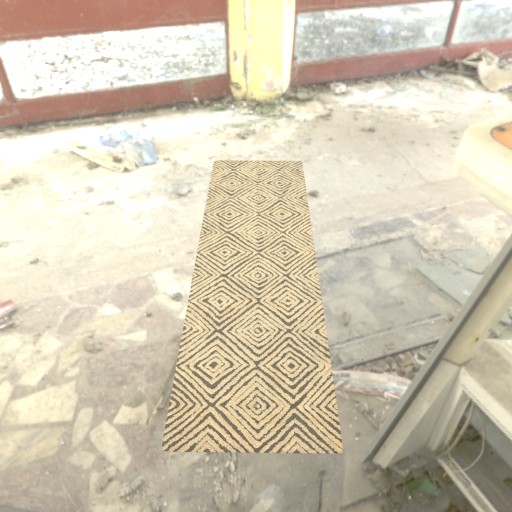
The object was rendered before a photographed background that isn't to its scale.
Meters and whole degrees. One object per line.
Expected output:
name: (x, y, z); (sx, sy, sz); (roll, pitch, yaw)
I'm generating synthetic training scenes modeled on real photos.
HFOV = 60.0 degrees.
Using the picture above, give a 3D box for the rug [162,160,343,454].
rug: (0.000, 0.000, 2.517); (0.676, 0.008, 2.277); (0, 40, 1)
